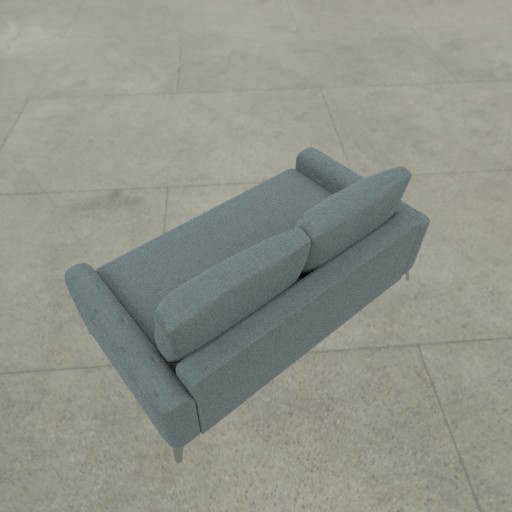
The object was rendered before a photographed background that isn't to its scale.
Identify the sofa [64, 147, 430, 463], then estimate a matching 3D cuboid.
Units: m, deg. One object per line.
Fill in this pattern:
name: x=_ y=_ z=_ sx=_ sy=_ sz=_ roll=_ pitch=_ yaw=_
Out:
sofa: x=0.000 y=0.000 z=2.232 sx=1.650 sy=0.790 sz=0.920 roll=-31 pitch=54 yaw=-26
